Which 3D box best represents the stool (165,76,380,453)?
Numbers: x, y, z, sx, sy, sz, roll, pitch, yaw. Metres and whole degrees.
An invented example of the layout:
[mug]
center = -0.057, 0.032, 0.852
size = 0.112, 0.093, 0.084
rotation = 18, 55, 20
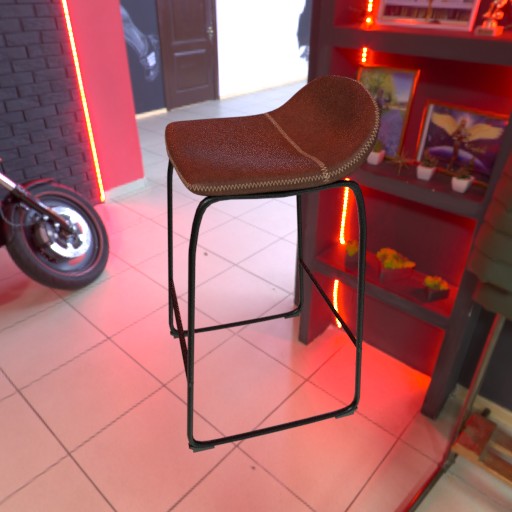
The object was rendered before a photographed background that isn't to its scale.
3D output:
[stool]
center = 0.000, 0.000, 1.137
size = 0.473, 0.830, 0.454
rotation = -8, 33, -13
